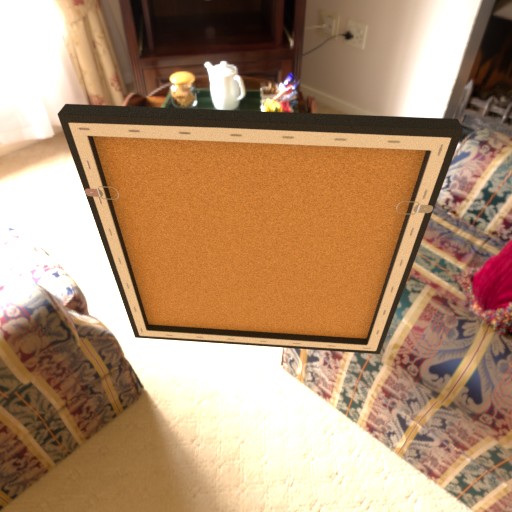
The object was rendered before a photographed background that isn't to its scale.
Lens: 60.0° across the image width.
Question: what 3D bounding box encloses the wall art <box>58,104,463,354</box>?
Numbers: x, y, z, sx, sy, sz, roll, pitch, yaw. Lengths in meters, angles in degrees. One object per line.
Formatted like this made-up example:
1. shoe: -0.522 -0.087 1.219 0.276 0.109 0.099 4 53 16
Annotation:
1. wall art: 0.000 0.000 1.111 0.758 0.758 0.044 3 46 3
